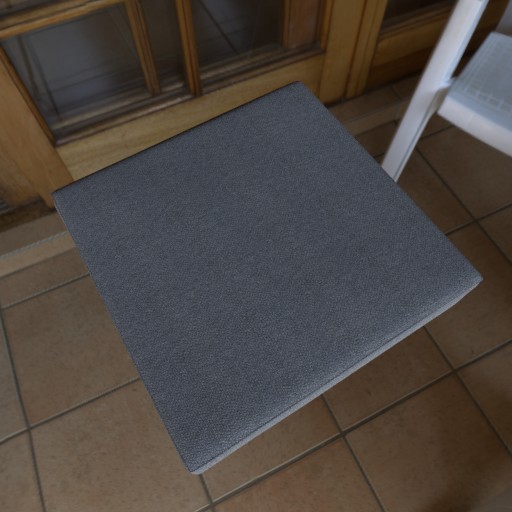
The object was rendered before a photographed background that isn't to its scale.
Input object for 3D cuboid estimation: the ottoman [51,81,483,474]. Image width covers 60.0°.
[{"bbox_3d":[0.000,0.000,1.487,0.981,0.378,0.970,-29,67,-14],"label":"ottoman"}]
